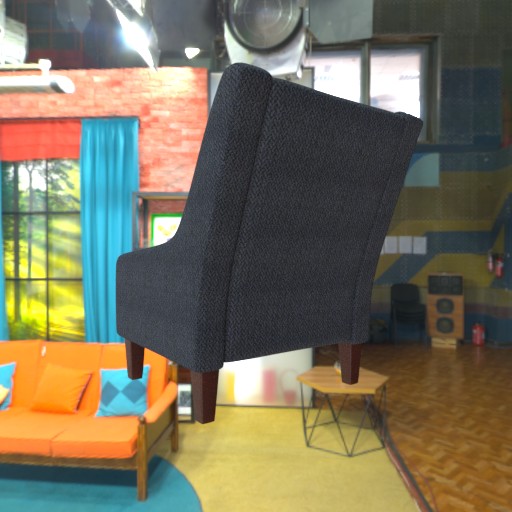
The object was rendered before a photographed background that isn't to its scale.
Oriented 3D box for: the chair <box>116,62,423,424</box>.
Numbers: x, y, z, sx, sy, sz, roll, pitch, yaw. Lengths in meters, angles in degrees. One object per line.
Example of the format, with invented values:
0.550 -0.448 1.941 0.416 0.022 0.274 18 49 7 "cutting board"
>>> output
0.000 0.000 1.706 0.793 1.012 0.944 -1 1 -37 "chair"
